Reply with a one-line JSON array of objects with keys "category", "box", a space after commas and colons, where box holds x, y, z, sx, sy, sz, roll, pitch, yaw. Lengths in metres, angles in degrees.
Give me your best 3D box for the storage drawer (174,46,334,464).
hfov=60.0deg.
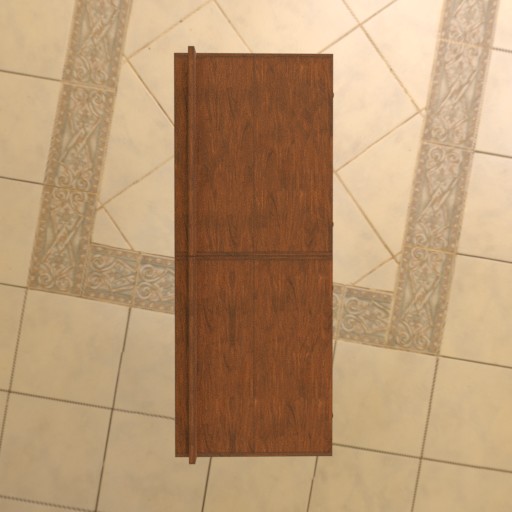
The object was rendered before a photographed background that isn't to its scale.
[{"category": "storage drawer", "box": [0.000, 0.000, 2.193, 0.774, 0.339, 1.914, 0, 91, -1]}]
